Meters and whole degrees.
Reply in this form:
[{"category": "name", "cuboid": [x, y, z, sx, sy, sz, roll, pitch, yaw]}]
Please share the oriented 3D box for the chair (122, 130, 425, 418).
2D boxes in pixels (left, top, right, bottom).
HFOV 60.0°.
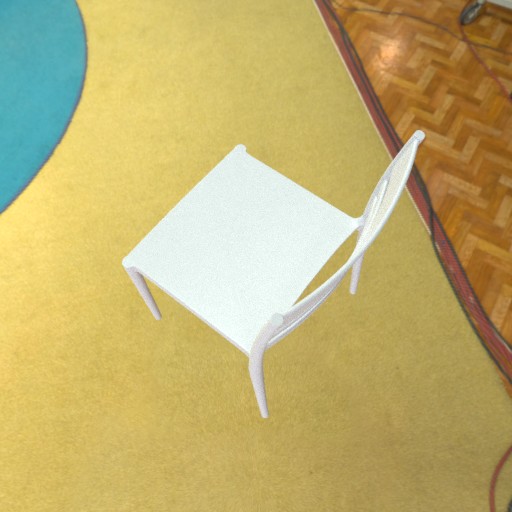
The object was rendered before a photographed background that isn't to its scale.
[{"category": "chair", "cuboid": [0.000, 0.000, 1.153, 0.511, 0.800, 0.531, 34, 68, 16]}]
